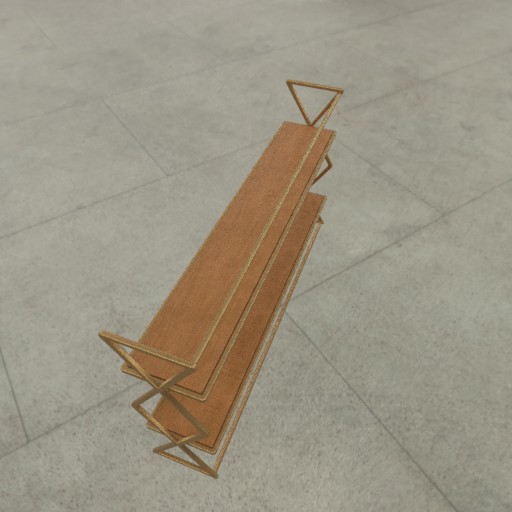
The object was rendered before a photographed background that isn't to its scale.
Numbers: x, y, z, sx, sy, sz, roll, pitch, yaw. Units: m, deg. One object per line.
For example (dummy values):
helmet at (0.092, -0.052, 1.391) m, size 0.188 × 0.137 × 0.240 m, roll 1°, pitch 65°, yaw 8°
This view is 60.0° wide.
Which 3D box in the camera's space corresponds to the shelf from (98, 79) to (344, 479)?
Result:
shelf at (0.000, 0.000, 1.015) m, size 0.150 × 0.450 × 0.822 m, roll 16°, pitch 49°, yaw 14°
